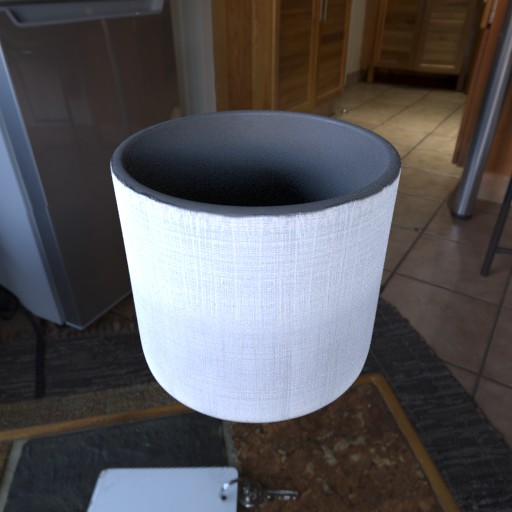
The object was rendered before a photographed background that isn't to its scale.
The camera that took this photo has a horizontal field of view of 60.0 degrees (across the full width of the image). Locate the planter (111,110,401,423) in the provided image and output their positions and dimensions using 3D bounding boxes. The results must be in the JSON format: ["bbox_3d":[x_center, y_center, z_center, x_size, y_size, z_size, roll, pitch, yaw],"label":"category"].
[{"bbox_3d":[0.000,0.000,0.395,0.221,0.201,0.221,0,33,0],"label":"planter"}]
